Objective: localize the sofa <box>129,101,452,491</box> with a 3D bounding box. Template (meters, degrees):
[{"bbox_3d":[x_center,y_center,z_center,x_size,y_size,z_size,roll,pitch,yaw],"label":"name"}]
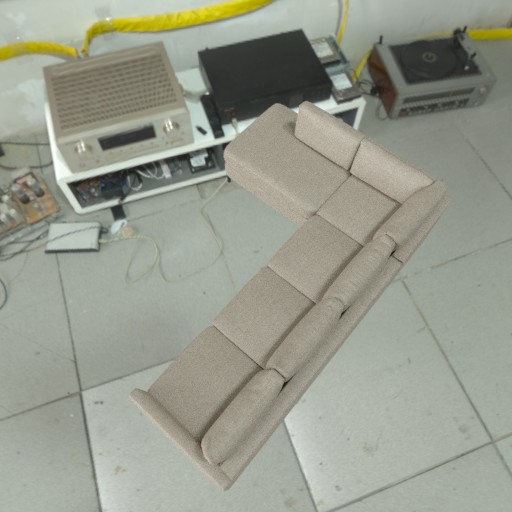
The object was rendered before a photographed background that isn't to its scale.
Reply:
[{"bbox_3d":[0.000,0.000,3.062,1.617,0.703,2.423,37,68,17],"label":"sofa"}]
